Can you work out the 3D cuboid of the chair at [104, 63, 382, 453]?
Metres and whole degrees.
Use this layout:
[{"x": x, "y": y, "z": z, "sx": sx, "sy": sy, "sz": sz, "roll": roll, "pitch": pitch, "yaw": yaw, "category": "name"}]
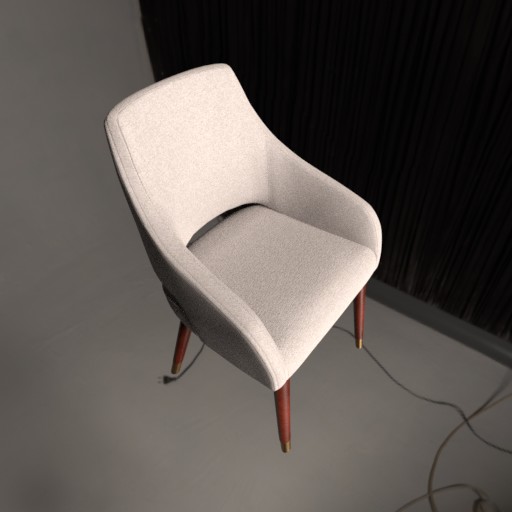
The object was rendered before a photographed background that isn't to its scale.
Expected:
[{"x": 0.000, "y": 0.000, "z": 1.288, "sx": 0.600, "sy": 0.889, "sz": 0.609, "roll": 27, "pitch": 48, "yaw": 27, "category": "chair"}]
